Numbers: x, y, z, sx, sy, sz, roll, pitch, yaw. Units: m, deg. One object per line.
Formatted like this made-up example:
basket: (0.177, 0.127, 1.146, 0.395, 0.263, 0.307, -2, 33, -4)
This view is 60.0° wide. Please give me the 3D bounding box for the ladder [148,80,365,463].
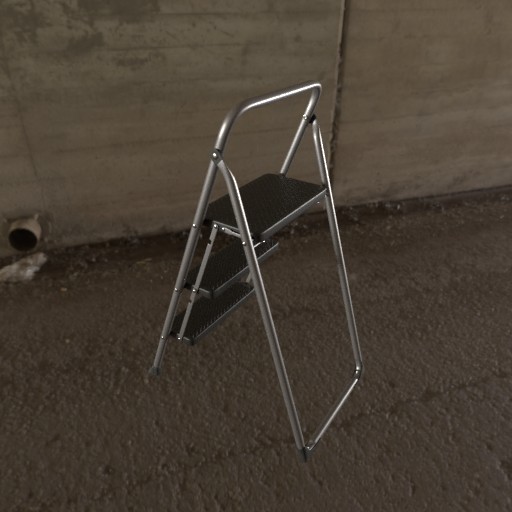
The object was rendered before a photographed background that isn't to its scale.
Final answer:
ladder: (0.000, 0.000, 1.295, 0.629, 0.945, 0.430, 20, 36, 29)
